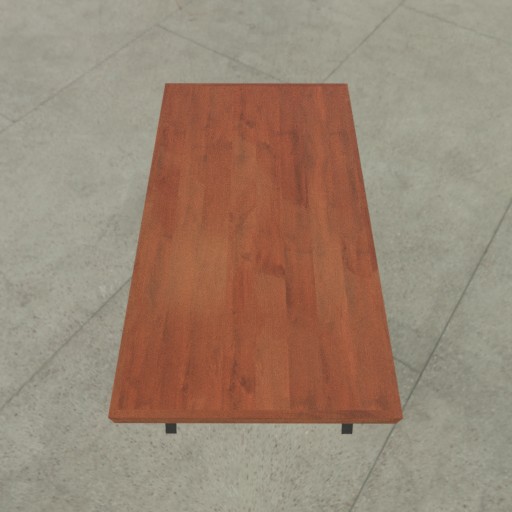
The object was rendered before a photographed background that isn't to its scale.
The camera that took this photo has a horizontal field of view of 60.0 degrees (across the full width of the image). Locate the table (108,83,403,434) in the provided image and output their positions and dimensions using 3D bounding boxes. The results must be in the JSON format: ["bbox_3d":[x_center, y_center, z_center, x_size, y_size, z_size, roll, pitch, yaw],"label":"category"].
[{"bbox_3d":[0.000,0.000,1.384,0.610,0.457,1.067,0,58,0],"label":"table"}]
